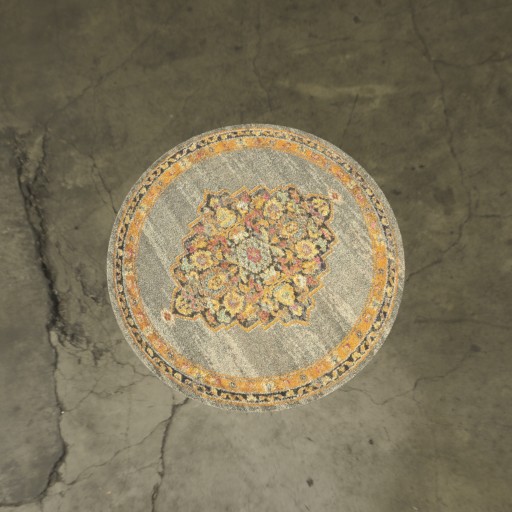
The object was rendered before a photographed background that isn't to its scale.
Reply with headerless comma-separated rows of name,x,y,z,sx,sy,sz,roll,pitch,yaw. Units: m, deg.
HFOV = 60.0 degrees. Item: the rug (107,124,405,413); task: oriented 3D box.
rug,0.000,0.000,2.383,1.598,0.010,1.598,0,75,0
